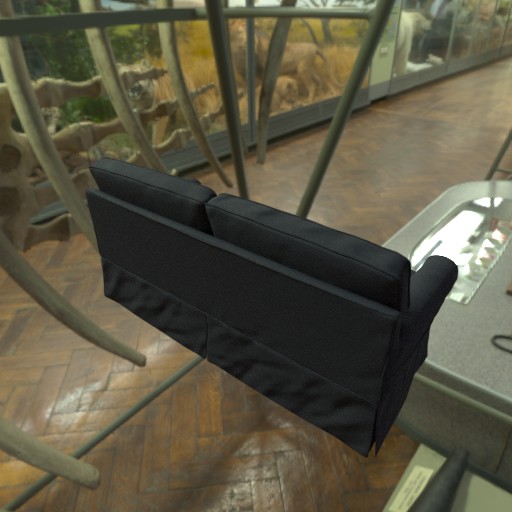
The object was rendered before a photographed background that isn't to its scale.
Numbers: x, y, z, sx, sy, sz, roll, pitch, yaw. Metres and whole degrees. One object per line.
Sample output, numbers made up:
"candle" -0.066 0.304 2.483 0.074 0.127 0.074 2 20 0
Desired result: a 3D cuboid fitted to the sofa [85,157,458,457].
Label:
"sofa" 0.000 0.000 2.835 2.256 1.094 0.983 22 37 33
